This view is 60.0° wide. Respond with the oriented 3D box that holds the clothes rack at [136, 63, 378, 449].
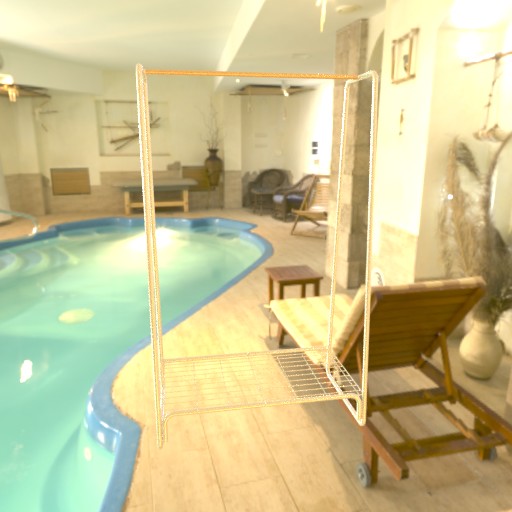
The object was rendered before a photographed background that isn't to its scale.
[{"bbox_3d":[0.000,0.000,1.933,0.900,1.500,0.495,-3,15,-10],"label":"clothes rack"}]
